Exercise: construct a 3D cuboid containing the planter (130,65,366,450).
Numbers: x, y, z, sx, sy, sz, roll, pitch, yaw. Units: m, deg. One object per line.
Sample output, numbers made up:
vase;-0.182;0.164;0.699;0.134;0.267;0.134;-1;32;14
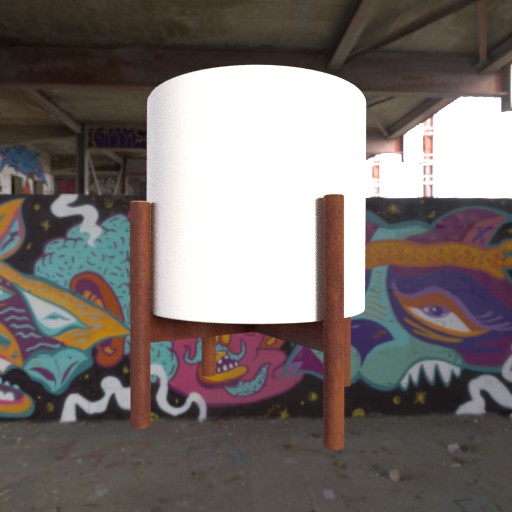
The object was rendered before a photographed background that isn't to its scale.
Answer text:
planter;0.000;0.000;0.876;0.420;0.581;0.421;0;1;17
